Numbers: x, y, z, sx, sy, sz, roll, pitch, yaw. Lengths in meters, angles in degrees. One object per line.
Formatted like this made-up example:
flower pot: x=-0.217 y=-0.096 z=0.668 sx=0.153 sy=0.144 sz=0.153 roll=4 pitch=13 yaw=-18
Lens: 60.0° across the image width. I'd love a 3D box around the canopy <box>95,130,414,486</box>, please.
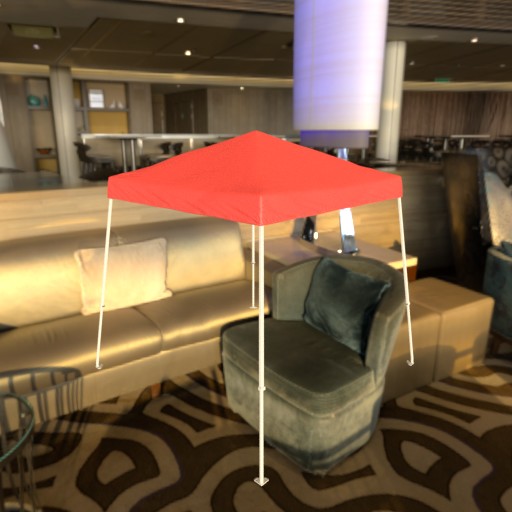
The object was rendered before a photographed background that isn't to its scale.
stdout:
canopy: x=0.000 y=0.000 z=6.610 sx=3.600 sy=3.600 sz=3.599 roll=14 pitch=20 yaw=42
